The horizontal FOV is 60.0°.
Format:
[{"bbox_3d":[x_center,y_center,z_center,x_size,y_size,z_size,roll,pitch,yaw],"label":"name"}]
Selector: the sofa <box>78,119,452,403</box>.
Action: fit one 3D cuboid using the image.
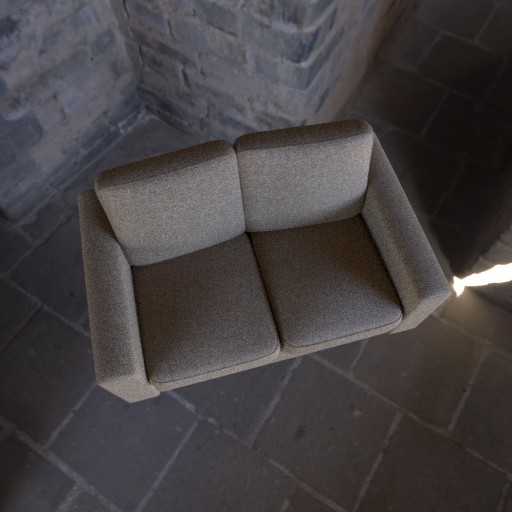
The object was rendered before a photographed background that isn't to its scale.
[{"bbox_3d":[0.000,0.000,2.224,1.616,0.873,1.016,-13,65,-6],"label":"sofa"}]
